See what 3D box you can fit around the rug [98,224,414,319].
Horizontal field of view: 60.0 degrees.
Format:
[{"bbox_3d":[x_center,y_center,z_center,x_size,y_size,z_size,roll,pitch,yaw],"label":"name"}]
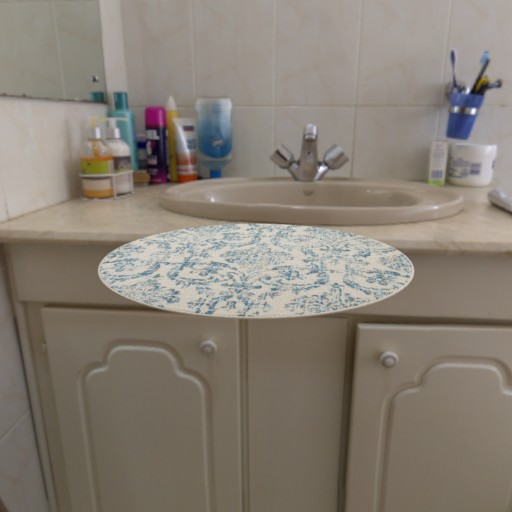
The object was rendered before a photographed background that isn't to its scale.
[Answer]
[{"bbox_3d":[0.000,0.000,2.358,1.593,0.012,1.593,0,16,0],"label":"rug"}]
